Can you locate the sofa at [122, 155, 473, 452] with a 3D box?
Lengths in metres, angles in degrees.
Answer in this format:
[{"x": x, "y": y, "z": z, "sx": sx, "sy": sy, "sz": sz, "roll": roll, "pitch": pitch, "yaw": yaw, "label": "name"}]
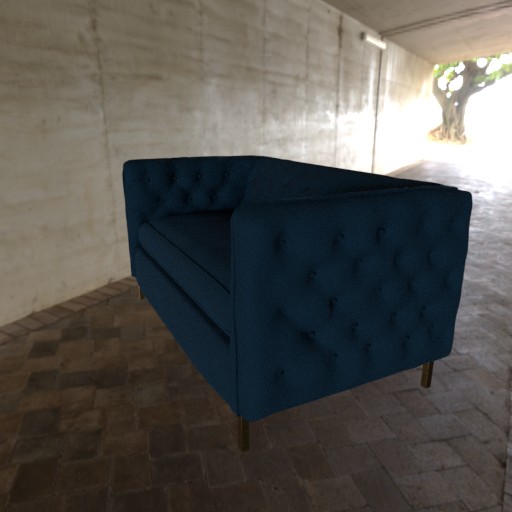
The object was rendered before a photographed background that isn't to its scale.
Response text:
[{"x": 0.000, "y": 0.000, "z": 2.074, "sx": 0.909, "sy": 0.810, "sz": 1.583, "roll": -9, "pitch": 19, "yaw": -26, "label": "sofa"}]
